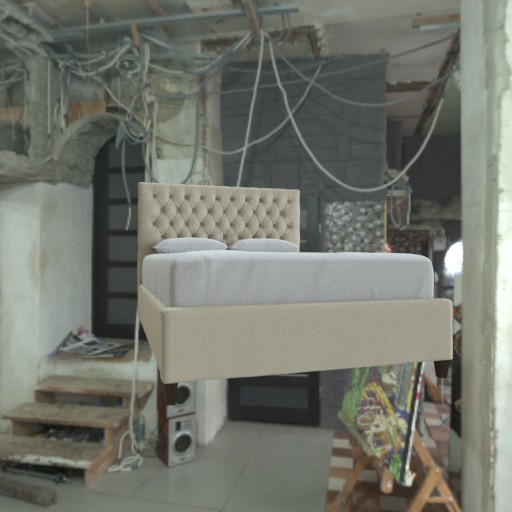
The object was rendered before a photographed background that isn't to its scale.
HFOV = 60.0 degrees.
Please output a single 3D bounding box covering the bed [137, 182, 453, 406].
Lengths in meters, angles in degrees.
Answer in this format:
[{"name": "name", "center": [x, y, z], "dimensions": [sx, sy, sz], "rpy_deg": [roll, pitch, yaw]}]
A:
[{"name": "bed", "center": [0.000, 0.000, 3.463], "dimensions": [1.698, 1.427, 2.387], "rpy_deg": [0, 0, -17]}]
